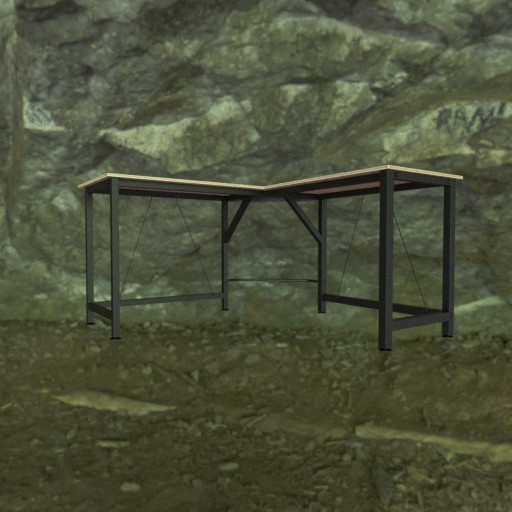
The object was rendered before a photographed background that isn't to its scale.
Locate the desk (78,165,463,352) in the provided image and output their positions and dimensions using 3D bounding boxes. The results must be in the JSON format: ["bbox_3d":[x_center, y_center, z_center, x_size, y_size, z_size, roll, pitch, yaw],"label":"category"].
[{"bbox_3d":[0.000,0.000,2.272,1.400,0.762,1.400,-1,2,-35],"label":"desk"}]
